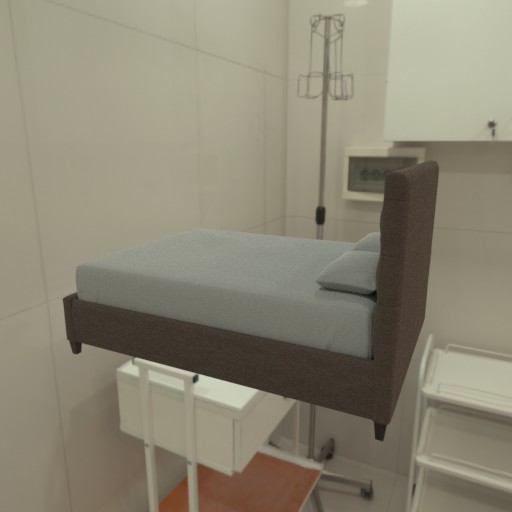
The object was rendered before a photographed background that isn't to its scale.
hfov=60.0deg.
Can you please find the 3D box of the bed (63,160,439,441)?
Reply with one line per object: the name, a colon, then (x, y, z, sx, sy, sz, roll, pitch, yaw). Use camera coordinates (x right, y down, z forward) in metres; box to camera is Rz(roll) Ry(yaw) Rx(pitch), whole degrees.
bed: (0.000, 0.000, 3.416, 2.387, 1.427, 1.698, 7, 16, 25)
